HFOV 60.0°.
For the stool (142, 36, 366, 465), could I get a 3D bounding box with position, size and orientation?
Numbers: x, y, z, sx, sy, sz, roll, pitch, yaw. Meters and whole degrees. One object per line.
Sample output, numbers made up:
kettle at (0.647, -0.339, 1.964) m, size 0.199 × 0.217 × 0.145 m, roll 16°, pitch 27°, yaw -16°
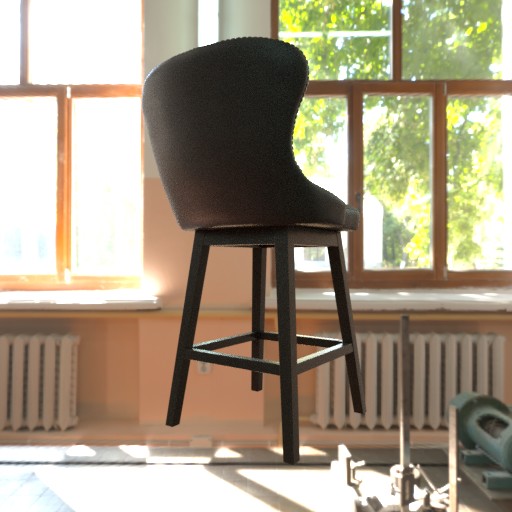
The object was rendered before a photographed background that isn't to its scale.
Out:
stool at (0.000, 0.000, 1.273) m, size 0.528 × 0.971 × 0.593 m, roll 0°, pitch -1°, yaw 36°
